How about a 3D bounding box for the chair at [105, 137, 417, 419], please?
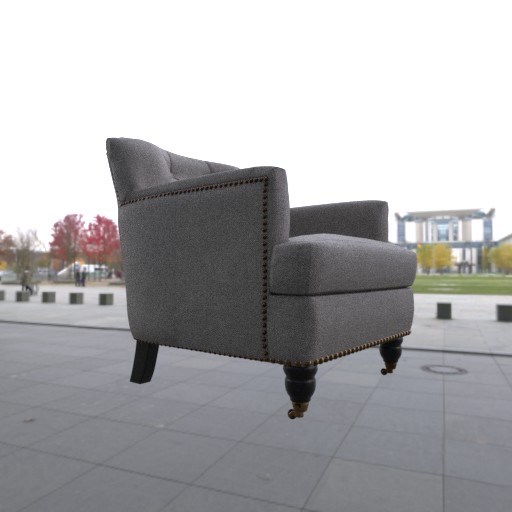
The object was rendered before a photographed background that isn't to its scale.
[{"bbox_3d":[0.000,0.000,1.525,0.902,0.823,0.737,-1,-2,38],"label":"chair"}]
